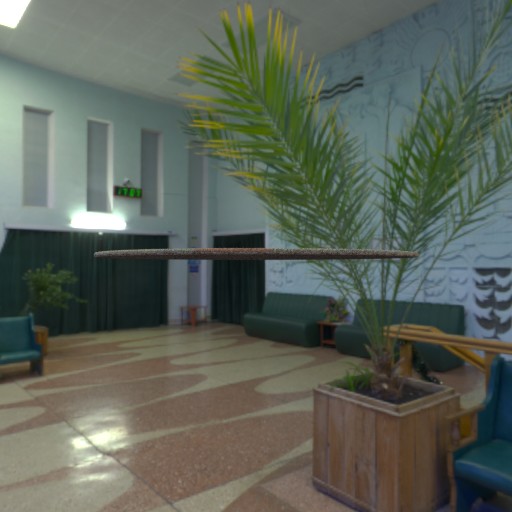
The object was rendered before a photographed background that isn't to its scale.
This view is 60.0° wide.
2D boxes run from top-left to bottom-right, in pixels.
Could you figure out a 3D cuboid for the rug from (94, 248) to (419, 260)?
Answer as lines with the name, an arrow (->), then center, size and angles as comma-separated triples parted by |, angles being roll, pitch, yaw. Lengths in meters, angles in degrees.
rug -> 0.000, 0.000, 3.570 | 2.461, 0.033, 2.461 | 0, -1, 0
